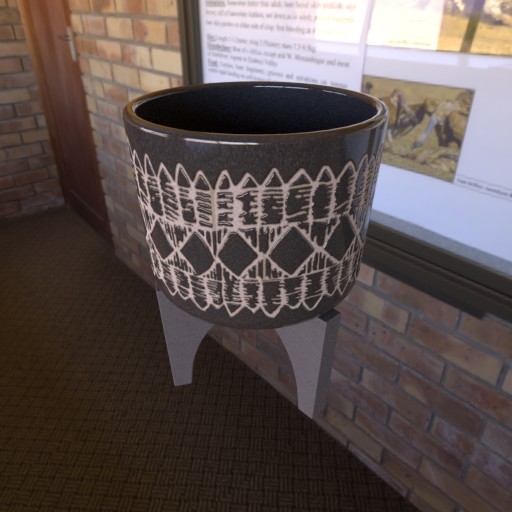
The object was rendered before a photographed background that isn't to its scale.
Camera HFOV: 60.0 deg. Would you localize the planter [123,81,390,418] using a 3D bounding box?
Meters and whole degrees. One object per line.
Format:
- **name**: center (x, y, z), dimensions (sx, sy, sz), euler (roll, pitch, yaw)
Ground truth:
- **planter**: center (0.000, 0.000, 0.265), dimensions (0.129, 0.177, 0.129), euler (0, 30, 0)
